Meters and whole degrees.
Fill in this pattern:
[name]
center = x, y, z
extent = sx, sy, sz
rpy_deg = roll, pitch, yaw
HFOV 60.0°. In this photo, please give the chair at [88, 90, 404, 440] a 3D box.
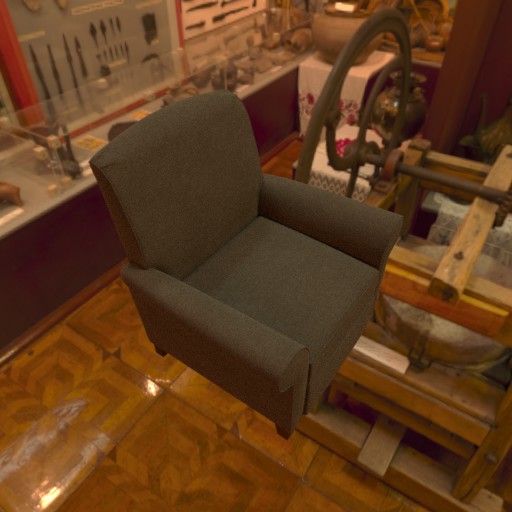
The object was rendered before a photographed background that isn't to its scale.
[chair]
center = 0.000, 0.000, 1.832
extent = 0.905, 1.061, 0.978
rpy_deg = 25, 48, 26
